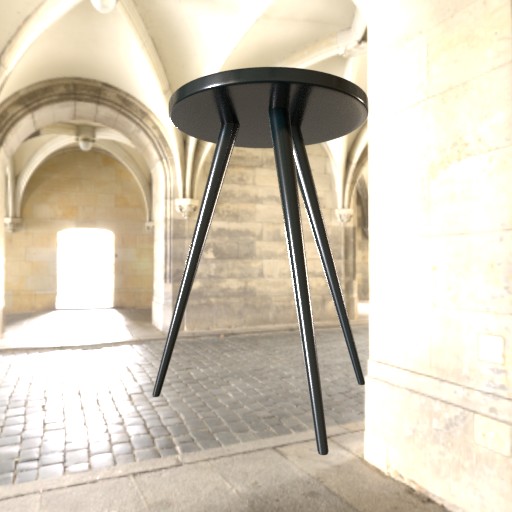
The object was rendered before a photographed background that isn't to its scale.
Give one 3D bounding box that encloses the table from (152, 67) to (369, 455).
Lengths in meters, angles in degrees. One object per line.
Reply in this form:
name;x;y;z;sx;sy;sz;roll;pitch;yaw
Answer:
table;0.000;0.000;0.834;0.415;0.548;0.403;0;-2;18
